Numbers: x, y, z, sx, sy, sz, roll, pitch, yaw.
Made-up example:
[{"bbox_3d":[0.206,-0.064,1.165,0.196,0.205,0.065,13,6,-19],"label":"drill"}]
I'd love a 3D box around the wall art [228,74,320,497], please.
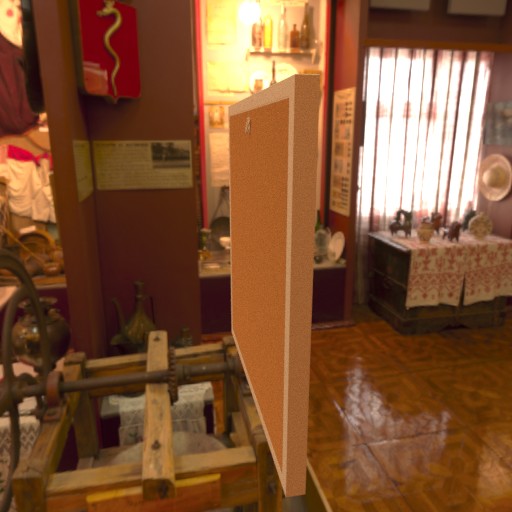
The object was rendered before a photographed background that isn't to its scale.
[{"bbox_3d":[0.000,0.000,1.118,0.050,0.762,0.761,-3,15,-11],"label":"wall art"}]
